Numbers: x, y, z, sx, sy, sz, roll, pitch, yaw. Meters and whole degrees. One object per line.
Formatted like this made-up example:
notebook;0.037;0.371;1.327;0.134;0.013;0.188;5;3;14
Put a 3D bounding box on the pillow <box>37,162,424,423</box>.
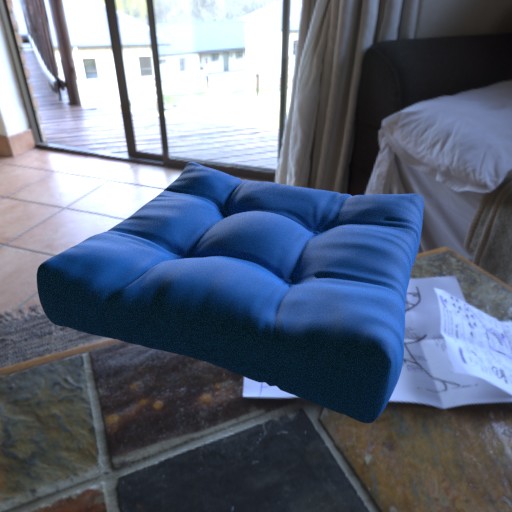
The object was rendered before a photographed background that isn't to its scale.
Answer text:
pillow;0.000;0.000;0.718;0.490;0.128;0.468;11;33;18
